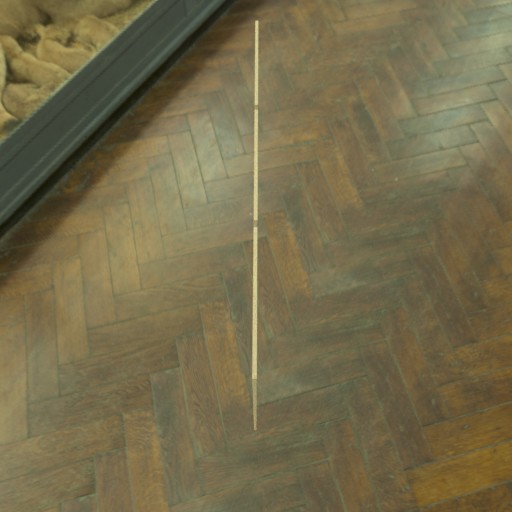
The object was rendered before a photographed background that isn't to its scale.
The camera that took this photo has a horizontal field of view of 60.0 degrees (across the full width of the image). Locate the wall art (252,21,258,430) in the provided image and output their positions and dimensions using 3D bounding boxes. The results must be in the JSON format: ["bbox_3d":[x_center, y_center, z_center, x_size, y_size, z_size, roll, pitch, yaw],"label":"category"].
[{"bbox_3d":[0.000,0.000,2.248,0.014,1.507,1.519,0,63,0],"label":"wall art"}]
